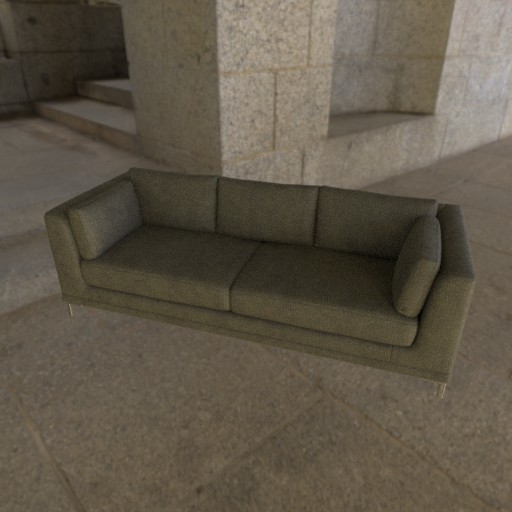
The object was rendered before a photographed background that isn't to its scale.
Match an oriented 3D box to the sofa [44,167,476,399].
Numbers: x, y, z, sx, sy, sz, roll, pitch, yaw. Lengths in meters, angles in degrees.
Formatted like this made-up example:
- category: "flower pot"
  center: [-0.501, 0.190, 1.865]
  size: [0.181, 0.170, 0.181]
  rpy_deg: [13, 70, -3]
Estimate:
- category: "sofa"
  center: [0.000, 0.000, 2.865]
  size: [2.415, 0.867, 0.969]
  rpy_deg: [9, 29, 16]
